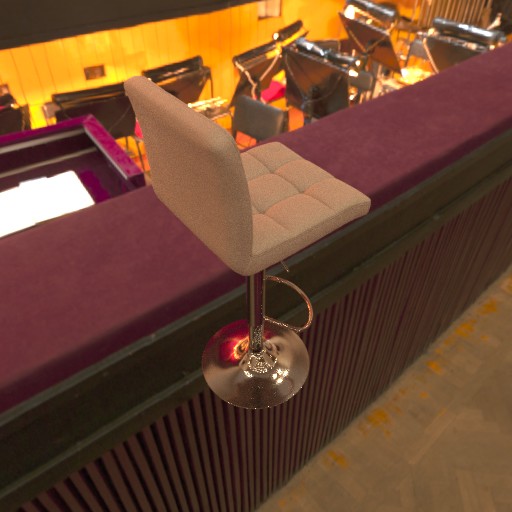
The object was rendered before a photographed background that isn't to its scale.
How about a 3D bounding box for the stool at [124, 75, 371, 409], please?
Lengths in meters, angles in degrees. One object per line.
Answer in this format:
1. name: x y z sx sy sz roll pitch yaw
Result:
1. stool: 0.000 0.000 1.394 0.505 1.115 0.430 -26 48 -27
